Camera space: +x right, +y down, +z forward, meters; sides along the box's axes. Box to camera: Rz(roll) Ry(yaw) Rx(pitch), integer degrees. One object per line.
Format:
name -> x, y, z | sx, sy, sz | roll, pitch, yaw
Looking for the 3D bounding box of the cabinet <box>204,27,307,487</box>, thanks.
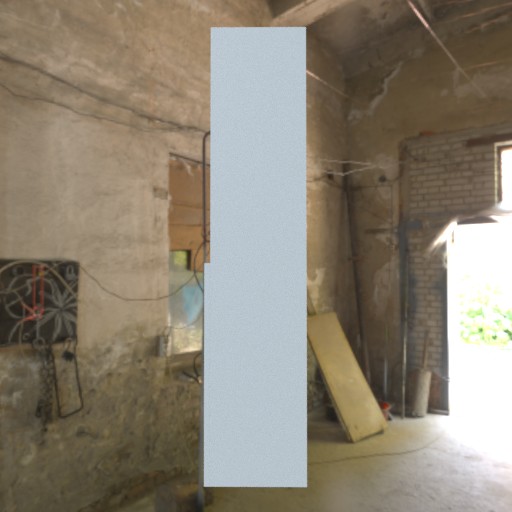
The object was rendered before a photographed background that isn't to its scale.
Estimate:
cabinet -> 0.000, 0.000, 1.501 | 0.300, 1.350, 0.400 | 0, -1, 0
